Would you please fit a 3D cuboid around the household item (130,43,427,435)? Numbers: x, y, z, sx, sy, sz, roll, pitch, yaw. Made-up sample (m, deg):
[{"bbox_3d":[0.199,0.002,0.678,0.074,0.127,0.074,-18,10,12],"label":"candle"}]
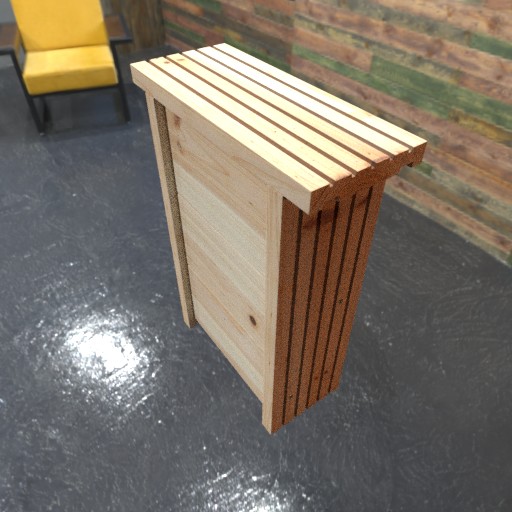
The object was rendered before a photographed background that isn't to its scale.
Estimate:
[{"bbox_3d":[0.000,0.000,0.555,0.123,0.407,0.301,-26,48,-25],"label":"household item"}]
